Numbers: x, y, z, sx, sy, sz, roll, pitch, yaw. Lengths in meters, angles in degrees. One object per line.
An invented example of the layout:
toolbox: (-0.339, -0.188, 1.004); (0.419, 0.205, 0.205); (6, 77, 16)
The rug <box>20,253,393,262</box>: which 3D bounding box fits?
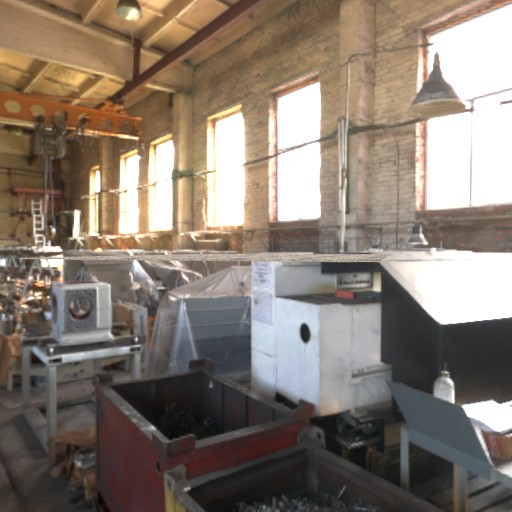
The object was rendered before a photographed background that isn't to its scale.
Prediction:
rug: (0.000, 0.000, 4.232); (2.437, 0.015, 3.205); (0, 1, 18)
